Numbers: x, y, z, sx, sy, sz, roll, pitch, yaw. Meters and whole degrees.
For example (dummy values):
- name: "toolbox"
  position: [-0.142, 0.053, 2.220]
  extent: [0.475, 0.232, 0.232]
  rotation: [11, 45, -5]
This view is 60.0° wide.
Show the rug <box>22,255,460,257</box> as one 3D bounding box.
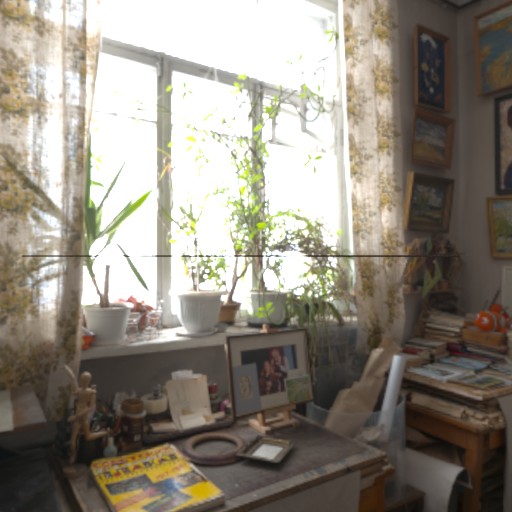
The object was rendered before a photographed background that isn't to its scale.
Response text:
- name: "rug"
  position: [0.000, 0.000, 2.890]
  extent: [2.235, 0.008, 1.600]
  rotation: [0, 0, 17]
